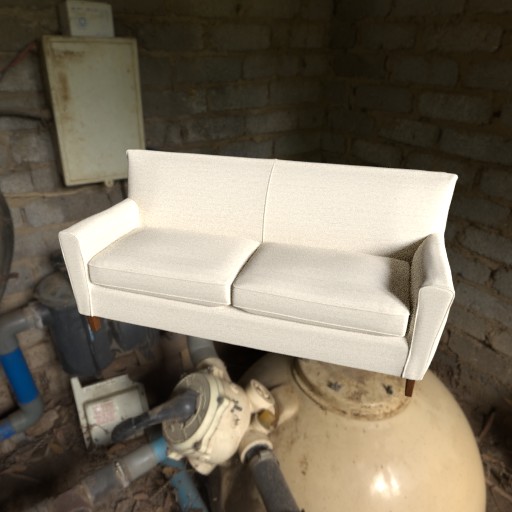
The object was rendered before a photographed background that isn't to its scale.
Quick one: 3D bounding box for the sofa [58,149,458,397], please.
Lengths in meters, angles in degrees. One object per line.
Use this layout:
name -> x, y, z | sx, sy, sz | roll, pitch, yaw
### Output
sofa -> 0.000, 0.000, 2.485 | 2.001, 0.907, 0.841 | 8, 27, 16
